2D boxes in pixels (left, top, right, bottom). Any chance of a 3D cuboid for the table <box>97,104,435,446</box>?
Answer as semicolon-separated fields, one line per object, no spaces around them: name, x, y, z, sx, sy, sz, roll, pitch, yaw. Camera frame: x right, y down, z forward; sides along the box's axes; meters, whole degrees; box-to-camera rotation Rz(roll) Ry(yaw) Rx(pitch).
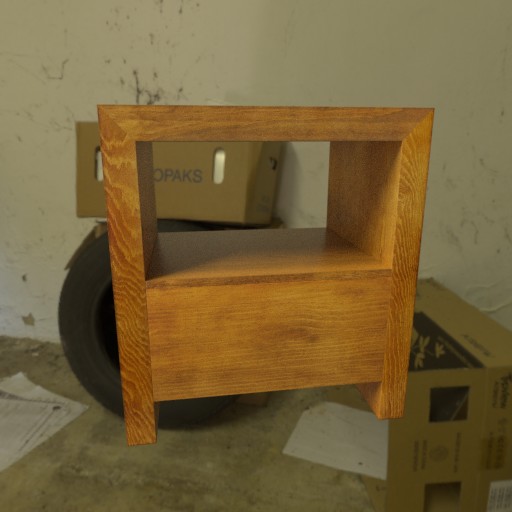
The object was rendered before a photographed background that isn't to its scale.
table;0.000;0.000;0.979;0.550;0.605;0.400;-2;15;-9
